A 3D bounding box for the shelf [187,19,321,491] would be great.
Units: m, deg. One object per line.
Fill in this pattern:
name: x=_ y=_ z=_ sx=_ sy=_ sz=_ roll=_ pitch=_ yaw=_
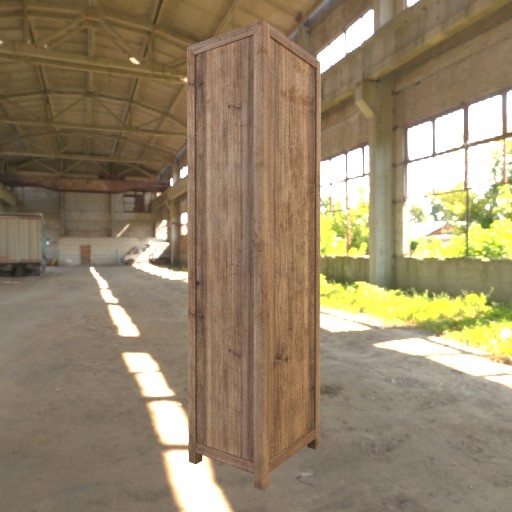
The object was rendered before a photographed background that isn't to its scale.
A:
shelf: x=0.000 y=0.000 z=2.111 sx=0.428 sy=1.900 sz=0.500 roll=1 pitch=1 yaw=35
